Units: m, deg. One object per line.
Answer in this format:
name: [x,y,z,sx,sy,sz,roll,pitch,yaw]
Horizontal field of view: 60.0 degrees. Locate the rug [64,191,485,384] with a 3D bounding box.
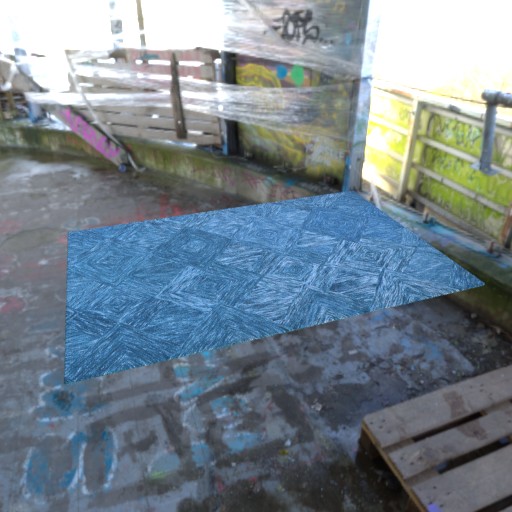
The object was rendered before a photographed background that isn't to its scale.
rug: [0.000,0.000,2.834,2.277,0.015,1.490,-10,32,-17]
